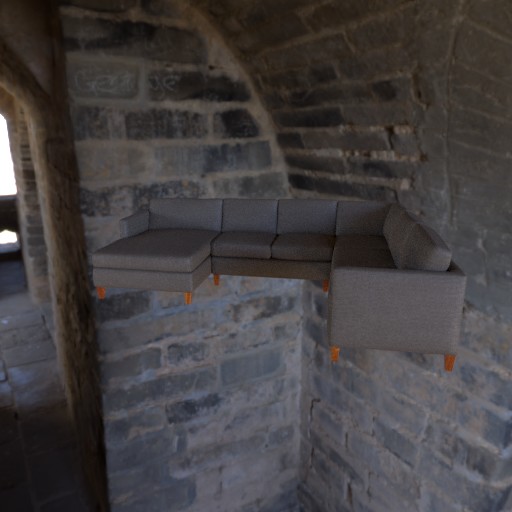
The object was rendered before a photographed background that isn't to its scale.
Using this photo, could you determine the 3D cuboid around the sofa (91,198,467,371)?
[{"bbox_3d":[0.000,0.000,4.603,3.460,0.961,2.594,3,15,10],"label":"sofa"}]
